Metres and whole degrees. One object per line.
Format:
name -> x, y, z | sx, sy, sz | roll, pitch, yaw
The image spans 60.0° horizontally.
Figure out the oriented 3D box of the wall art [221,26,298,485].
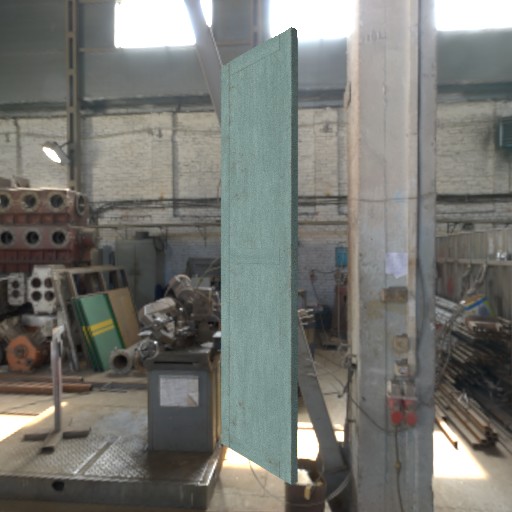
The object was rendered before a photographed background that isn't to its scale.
wall art -> 0.000, 0.000, 1.312 | 0.025, 1.219, 0.329 | 0, 1, -39
